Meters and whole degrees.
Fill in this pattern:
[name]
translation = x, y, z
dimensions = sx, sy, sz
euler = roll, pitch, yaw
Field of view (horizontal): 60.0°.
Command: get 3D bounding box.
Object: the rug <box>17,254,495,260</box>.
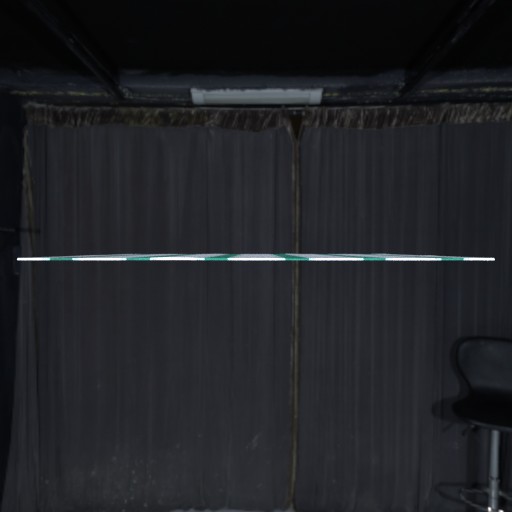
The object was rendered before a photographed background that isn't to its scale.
[rug]
translation = 0.000, 0.000, 4.029
dimensions = 3.041, 0.019, 2.434
euler = 0, 1, 0
